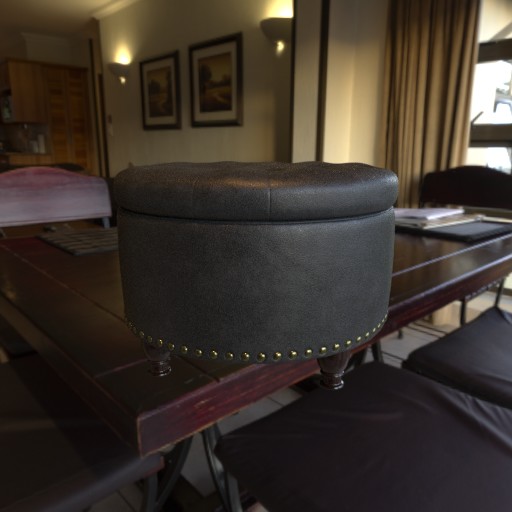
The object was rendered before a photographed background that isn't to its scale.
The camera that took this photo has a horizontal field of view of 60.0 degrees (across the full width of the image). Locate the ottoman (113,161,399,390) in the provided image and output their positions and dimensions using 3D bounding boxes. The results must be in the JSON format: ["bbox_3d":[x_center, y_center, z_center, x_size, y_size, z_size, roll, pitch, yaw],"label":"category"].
[{"bbox_3d":[0.000,0.000,1.077,0.637,0.442,0.637,0,14,0],"label":"ottoman"}]
